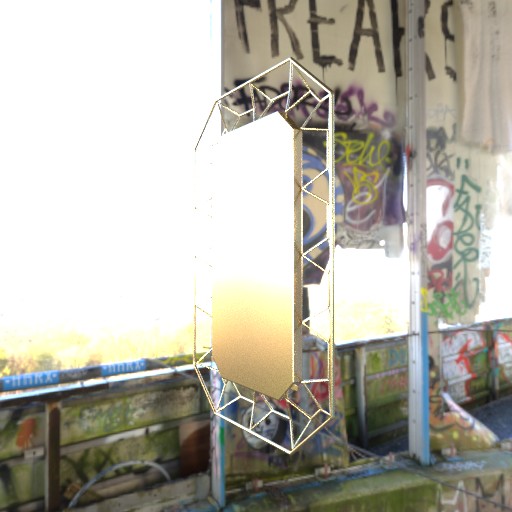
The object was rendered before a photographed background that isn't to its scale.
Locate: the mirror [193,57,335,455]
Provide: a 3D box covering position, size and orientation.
[{"bbox_3d":[0.000,0.000,1.108,0.051,0.870,0.572,0,-1,-36],"label":"mirror"}]
